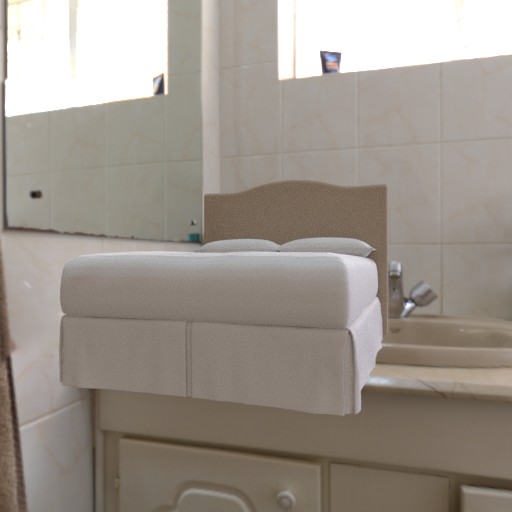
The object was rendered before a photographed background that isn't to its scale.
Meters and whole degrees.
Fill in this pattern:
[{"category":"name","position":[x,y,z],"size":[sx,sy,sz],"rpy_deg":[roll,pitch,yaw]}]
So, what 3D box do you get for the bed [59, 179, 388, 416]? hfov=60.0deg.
[{"category":"bed","position":[0.000,0.000,3.059],"size":[1.678,1.398,2.052],"rpy_deg":[0,-1,19]}]
